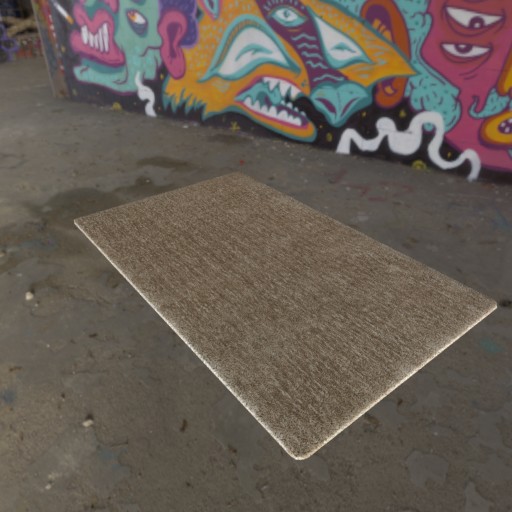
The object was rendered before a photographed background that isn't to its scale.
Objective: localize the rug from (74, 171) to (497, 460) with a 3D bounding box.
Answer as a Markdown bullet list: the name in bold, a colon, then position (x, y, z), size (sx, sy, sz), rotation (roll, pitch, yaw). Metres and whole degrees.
- **rug**: position (0.000, 0.000, 2.887), size (1.539, 0.024, 2.469), rotation (-23, 39, -31)
